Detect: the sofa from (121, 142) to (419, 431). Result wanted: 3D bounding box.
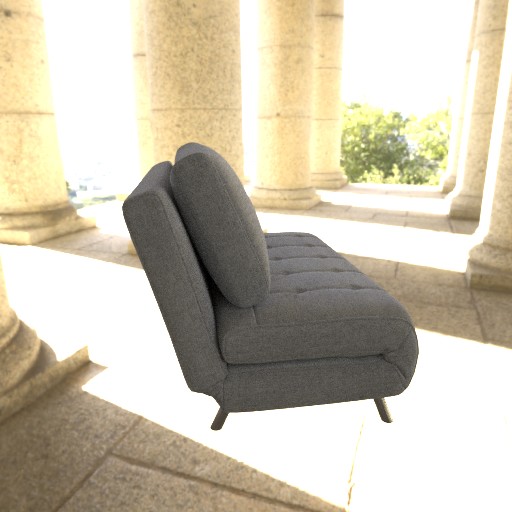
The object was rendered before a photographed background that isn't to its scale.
[{"bbox_3d":[0.000,0.000,1.882,0.910,0.910,1.220,-2,16,-9],"label":"sofa"}]
